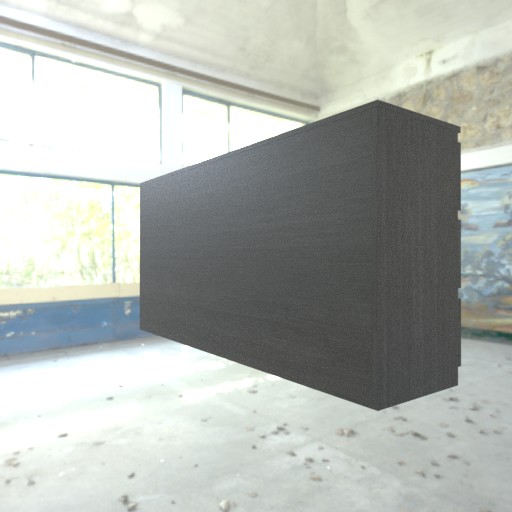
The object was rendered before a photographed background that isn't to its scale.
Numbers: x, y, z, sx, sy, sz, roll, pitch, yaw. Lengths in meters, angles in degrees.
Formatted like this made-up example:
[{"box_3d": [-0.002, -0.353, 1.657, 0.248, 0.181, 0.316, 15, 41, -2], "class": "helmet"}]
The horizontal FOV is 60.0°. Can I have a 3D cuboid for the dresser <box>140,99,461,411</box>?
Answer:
[{"box_3d": [0.000, 0.000, 1.889, 0.400, 0.795, 1.590, 0, 0, -36], "class": "dresser"}]
